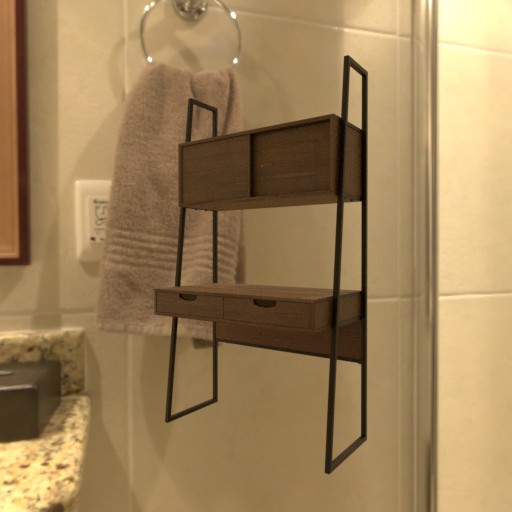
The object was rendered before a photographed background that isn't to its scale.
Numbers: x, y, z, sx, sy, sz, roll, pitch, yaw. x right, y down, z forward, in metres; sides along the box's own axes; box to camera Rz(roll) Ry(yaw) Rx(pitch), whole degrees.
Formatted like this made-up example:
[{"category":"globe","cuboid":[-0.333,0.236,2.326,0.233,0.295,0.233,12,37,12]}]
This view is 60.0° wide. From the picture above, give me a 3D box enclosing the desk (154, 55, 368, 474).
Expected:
[{"category":"desk","cuboid":[0.000,0.000,2.250,0.982,1.809,0.515,0,1,35]}]
